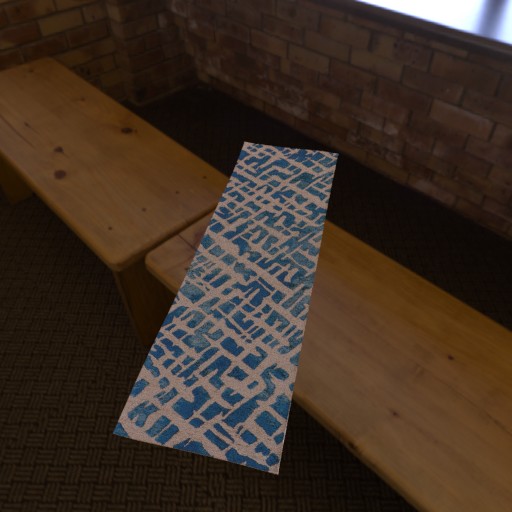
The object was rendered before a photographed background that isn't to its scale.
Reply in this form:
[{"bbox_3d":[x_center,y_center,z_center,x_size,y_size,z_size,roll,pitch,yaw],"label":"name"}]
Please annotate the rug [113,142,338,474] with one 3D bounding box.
[{"bbox_3d":[0.000,0.000,2.771,0.768,0.011,2.446,10,48,9],"label":"rug"}]
